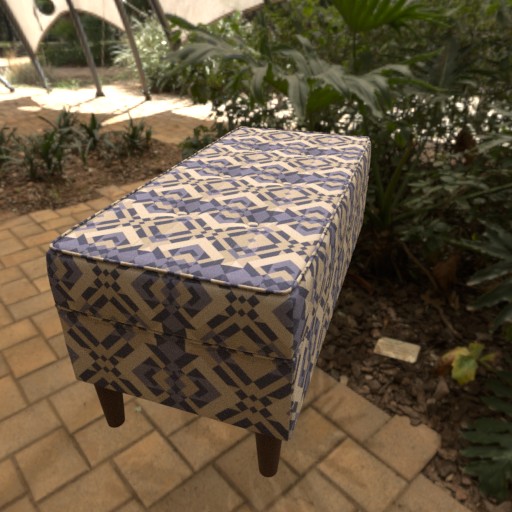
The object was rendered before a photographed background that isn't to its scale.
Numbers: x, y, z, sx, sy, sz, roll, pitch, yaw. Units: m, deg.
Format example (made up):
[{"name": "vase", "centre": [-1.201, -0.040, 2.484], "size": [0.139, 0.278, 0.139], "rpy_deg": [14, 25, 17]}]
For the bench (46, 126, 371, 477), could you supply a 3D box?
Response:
[{"name": "bench", "centre": [0.000, 0.000, 1.247], "size": [0.492, 0.477, 1.016], "rpy_deg": [10, 31, 17]}]
